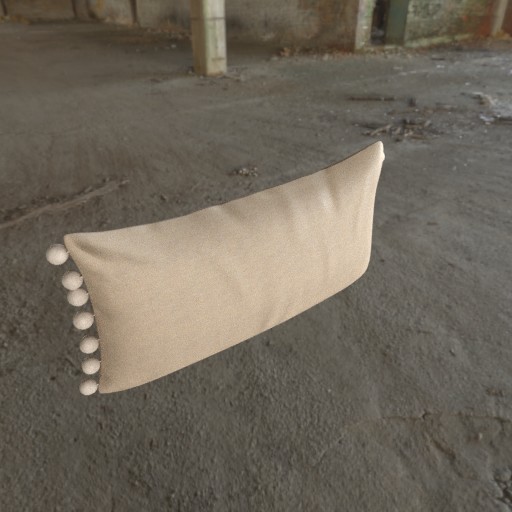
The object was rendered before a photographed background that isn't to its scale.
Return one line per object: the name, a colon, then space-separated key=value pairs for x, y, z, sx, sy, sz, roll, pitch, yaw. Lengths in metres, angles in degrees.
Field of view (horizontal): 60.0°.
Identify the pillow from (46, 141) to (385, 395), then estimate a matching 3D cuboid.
pillow: x=0.000 y=0.000 z=0.835 sx=0.709 sy=0.322 sz=0.201 roll=-21 pitch=37 yaw=-31
